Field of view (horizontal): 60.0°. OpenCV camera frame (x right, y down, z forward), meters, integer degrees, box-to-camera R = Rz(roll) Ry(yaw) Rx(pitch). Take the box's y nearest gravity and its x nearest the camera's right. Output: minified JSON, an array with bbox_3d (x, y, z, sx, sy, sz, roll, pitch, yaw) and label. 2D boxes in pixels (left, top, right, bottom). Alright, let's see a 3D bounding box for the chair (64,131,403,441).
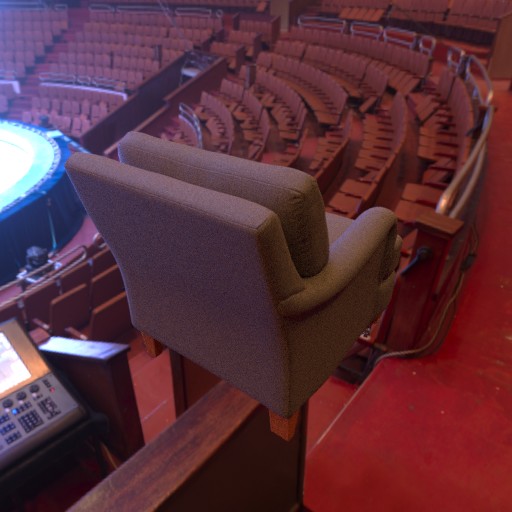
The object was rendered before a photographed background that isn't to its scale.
[{"bbox_3d":[0.000,0.000,1.882,0.955,1.038,1.070,21,36,32],"label":"chair"}]
